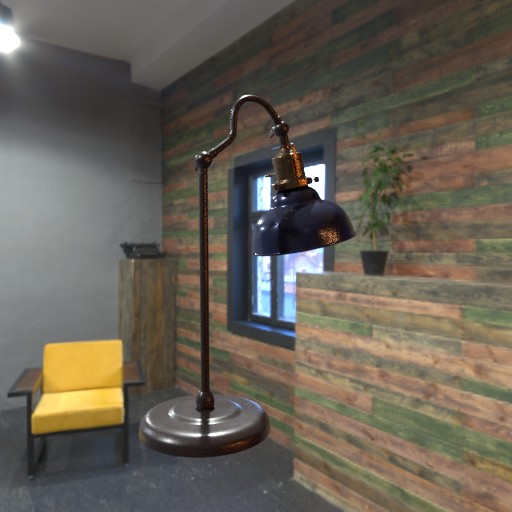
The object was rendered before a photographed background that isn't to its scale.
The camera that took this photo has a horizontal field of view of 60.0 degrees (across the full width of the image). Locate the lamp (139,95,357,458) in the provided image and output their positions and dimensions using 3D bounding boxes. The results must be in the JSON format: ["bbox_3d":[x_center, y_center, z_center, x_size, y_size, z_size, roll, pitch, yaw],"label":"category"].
[{"bbox_3d":[0.000,0.000,0.706,0.374,0.508,0.192,0,1,-35],"label":"lamp"}]
